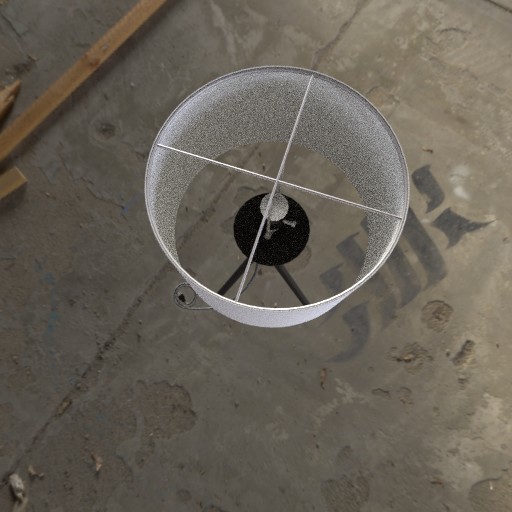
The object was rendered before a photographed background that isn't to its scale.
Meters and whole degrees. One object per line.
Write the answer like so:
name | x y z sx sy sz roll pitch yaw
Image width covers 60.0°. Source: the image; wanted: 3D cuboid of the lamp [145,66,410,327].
lamp | 0.000 0.000 0.914 0.422 0.674 0.353 -35 78 -8
